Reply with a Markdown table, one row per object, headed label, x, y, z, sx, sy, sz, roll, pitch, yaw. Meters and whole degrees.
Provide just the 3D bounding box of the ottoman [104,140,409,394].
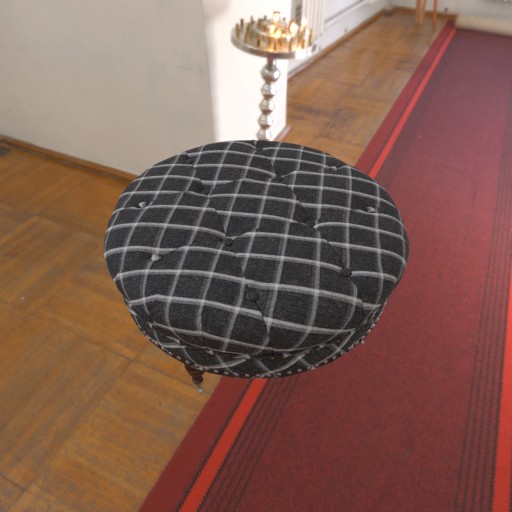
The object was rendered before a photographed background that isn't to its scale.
| label | x | y | z | sx | sy | sz | roll | pitch | yaw |
| --- | --- | --- | --- | --- | --- | --- | --- | --- | --- |
| ottoman | 0.000 | 0.000 | 1.426 | 0.901 | 0.439 | 0.901 | 0 | 42 | 0 |
